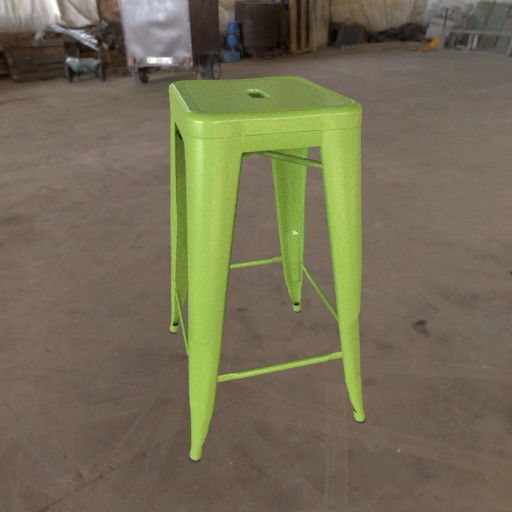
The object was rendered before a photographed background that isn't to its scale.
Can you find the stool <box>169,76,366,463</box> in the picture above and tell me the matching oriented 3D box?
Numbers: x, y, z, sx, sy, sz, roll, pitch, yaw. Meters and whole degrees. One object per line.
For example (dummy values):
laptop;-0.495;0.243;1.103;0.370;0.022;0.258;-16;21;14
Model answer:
stool;0.000;0.000;0.860;0.358;0.609;0.398;-8;31;-13
